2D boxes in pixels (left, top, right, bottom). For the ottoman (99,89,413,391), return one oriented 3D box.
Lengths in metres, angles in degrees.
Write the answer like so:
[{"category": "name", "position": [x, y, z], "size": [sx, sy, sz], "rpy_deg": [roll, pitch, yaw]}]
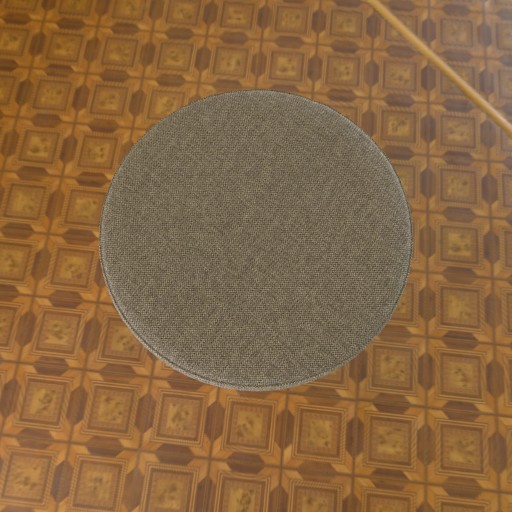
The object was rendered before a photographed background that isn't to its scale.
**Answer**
[{"category": "ottoman", "position": [0.000, 0.000, 0.906], "size": [0.520, 0.430, 0.520], "rpy_deg": [0, 75, 0]}]
